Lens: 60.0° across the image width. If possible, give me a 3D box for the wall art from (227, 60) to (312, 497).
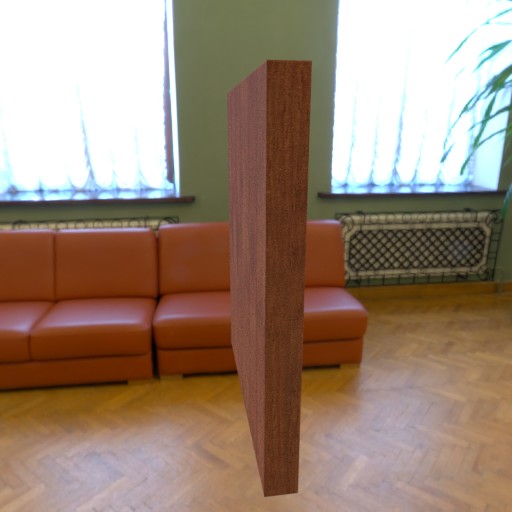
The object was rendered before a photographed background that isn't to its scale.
[{"bbox_3d":[0.000,0.000,0.613,0.039,0.449,0.377,-2,16,-8],"label":"wall art"}]
